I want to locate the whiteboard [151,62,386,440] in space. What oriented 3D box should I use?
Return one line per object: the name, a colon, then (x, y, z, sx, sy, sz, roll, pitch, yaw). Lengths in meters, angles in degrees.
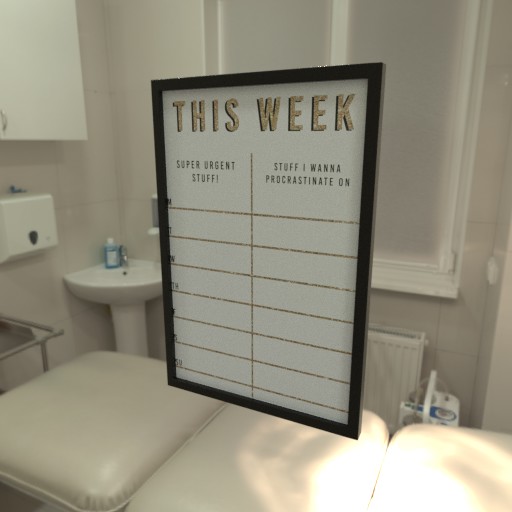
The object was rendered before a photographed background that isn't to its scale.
whiteboard: (0.000, 0.000, 0.790, 0.406, 0.611, 0.026, 7, 16, 25)
